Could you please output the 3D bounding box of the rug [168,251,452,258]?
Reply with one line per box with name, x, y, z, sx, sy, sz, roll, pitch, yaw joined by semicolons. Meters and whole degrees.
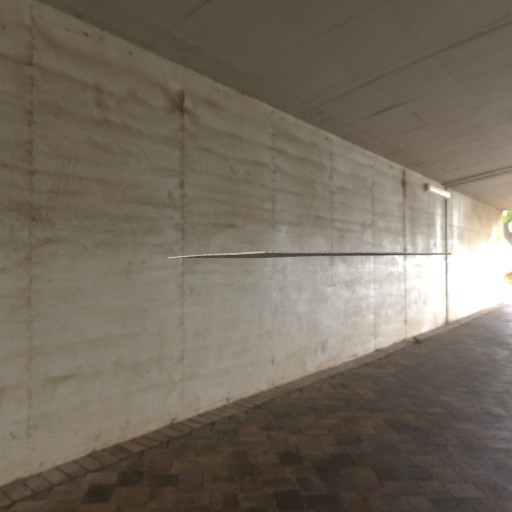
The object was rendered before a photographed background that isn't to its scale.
rug;0.000;0.000;2.636;0.741;0.014;2.390;0;-1;-18
